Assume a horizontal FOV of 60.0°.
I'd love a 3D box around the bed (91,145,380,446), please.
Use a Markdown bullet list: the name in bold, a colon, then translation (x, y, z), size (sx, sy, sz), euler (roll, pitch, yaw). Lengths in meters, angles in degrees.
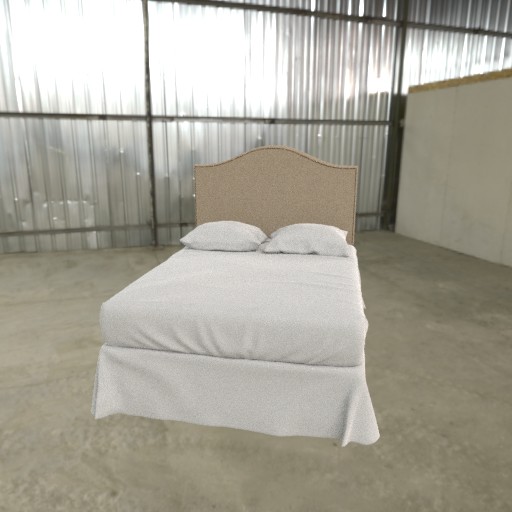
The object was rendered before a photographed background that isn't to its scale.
- **bed**: translation (0.000, 0.000, 3.466), size (1.876, 1.645, 2.221), euler (3, 15, 10)
